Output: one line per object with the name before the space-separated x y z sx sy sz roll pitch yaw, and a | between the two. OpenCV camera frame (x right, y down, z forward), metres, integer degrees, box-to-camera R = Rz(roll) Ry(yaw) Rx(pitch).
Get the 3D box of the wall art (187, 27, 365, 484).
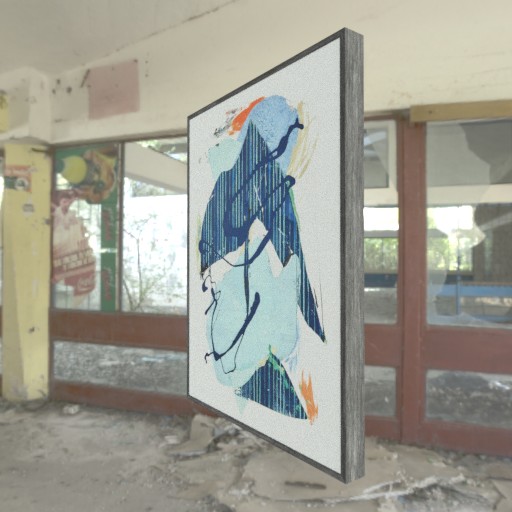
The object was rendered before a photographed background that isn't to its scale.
wall art | 0.000 0.000 1.311 0.063 1.016 0.762 0 -1 -36
